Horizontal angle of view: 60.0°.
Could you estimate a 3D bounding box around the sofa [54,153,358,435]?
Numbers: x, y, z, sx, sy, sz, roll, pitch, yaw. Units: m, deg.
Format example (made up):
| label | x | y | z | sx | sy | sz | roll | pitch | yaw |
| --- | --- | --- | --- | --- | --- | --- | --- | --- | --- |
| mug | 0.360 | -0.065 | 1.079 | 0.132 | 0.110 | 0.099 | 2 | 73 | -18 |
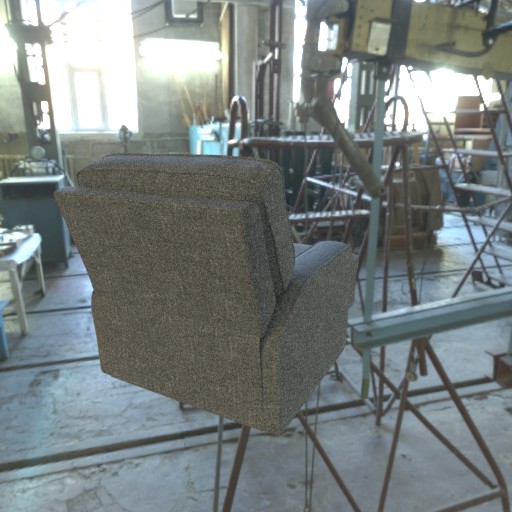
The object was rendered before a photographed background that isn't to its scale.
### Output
| label | x | y | z | sx | sy | sz | roll | pitch | yaw |
| --- | --- | --- | --- | --- | --- | --- | --- | --- | --- |
| sofa | 0.000 | 0.000 | 2.018 | 0.861 | 0.959 | 1.472 | 9 | 18 | 28 |
